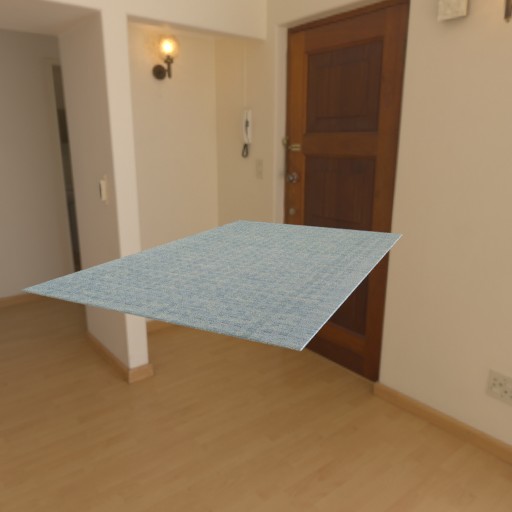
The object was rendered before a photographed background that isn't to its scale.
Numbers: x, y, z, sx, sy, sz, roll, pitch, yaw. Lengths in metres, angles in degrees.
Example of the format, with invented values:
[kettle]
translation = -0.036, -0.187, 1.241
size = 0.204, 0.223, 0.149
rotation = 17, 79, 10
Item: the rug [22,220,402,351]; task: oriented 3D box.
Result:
[rug]
translation = 0.000, 0.000, 2.218
size = 1.142, 0.006, 1.752
rotation = 7, 16, 25
